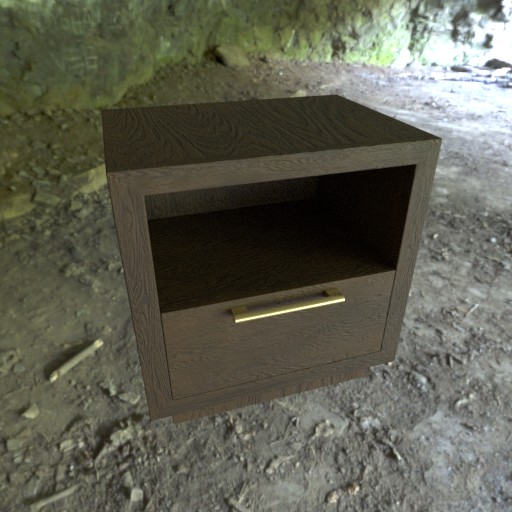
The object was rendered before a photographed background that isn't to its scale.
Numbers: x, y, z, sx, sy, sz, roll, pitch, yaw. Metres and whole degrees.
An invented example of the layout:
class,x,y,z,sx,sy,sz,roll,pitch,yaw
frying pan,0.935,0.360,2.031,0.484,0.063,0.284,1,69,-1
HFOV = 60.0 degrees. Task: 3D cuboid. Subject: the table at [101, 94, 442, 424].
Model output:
class,x,y,z,sx,sy,sz,roll,pitch,yaw
table,0.000,0.000,0.996,0.560,0.585,0.439,-9,32,-15
